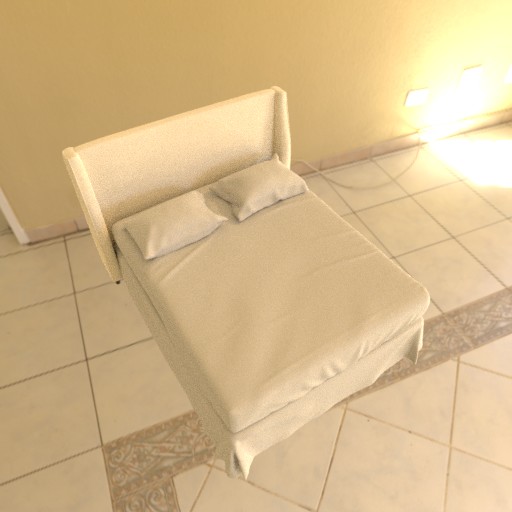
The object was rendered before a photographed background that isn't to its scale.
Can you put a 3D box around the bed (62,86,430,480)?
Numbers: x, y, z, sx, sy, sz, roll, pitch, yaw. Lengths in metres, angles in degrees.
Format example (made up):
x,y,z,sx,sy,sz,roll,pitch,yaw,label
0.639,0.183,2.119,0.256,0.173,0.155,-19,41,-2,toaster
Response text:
x,y,z,sx,sy,sz,roll,pitch,yaw,label
0.000,0.000,3.358,1.925,1.332,2.276,-25,51,-22,bed
